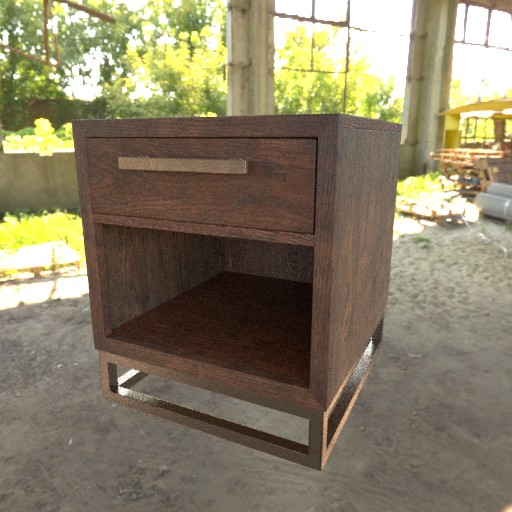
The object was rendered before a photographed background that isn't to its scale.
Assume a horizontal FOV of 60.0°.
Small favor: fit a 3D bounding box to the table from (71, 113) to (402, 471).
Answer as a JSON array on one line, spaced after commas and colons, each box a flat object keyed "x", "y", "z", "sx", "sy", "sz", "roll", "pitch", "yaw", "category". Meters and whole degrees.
[{"x": 0.000, "y": 0.000, "z": 1.003, "sx": 0.506, "sy": 0.582, "sz": 0.566, "roll": 7, "pitch": 17, "yaw": 25, "category": "table"}]
